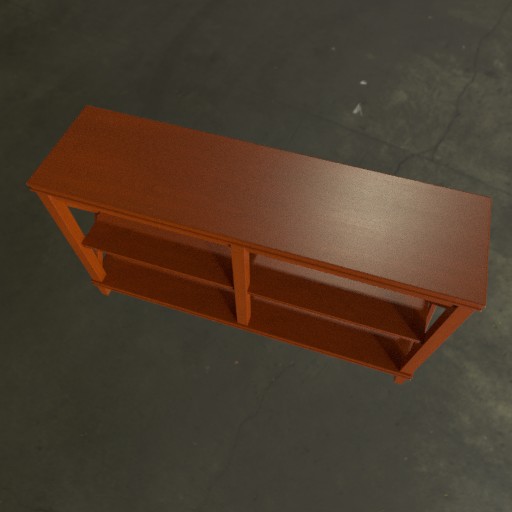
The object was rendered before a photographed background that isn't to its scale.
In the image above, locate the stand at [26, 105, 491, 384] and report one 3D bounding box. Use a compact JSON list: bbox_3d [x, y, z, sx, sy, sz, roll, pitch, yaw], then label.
[{"bbox_3d":[0.000,0.000,1.675,1.372,0.762,0.381,15,60,9],"label":"stand"}]
